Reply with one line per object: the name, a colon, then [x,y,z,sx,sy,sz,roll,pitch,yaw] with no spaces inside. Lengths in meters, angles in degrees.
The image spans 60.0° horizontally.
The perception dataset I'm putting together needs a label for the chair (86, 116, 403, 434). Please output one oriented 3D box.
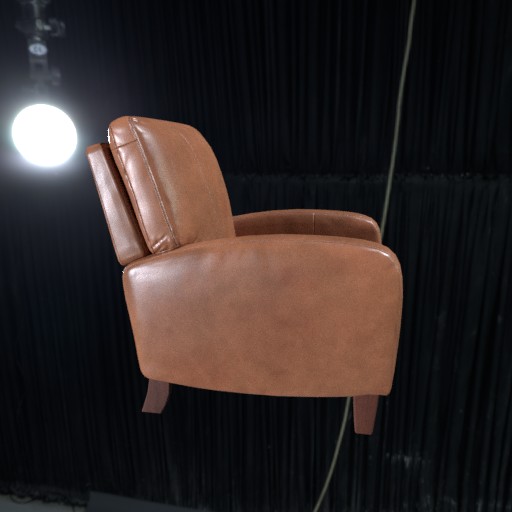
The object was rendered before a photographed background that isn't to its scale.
chair: [0.000,0.000,1.683,0.990,0.990,0.762,2,14,9]
